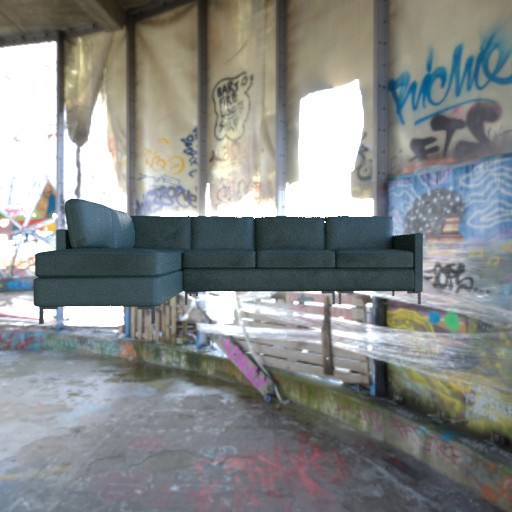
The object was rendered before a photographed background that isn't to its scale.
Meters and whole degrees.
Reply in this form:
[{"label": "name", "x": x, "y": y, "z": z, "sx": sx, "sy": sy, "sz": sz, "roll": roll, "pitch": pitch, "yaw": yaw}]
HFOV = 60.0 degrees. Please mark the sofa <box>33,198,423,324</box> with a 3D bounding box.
[{"label": "sofa", "x": 0.000, "y": 0.000, "z": 4.348, "sx": 3.384, "sy": 0.996, "sz": 2.048, "roll": 0, "pitch": 1, "yaw": -1}]
